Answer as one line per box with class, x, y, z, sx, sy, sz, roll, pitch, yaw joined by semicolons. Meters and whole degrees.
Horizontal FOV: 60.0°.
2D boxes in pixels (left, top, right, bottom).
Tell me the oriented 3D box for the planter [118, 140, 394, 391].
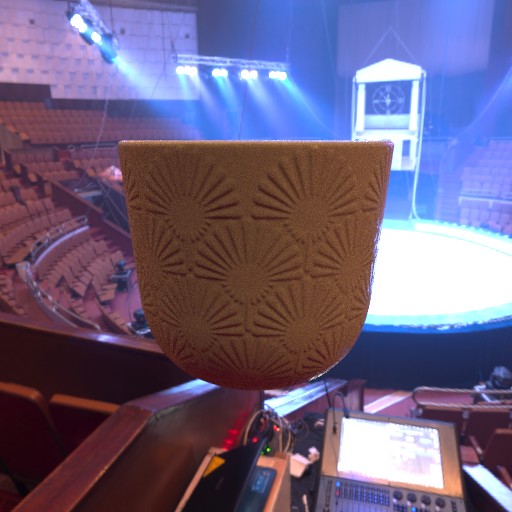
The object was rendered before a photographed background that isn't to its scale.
planter;0.000;0.000;0.302;0.170;0.152;0.170;0;15;0
